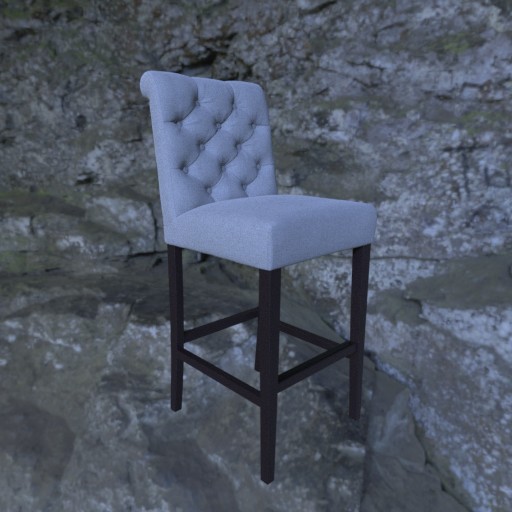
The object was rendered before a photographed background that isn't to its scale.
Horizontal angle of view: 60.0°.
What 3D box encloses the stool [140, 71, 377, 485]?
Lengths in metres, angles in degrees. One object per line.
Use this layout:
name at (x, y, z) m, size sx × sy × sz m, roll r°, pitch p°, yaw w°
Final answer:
stool at (0.000, 0.000, 1.446) m, size 0.493 × 1.140 × 0.601 m, roll -13°, pitch 19°, yaw -42°
